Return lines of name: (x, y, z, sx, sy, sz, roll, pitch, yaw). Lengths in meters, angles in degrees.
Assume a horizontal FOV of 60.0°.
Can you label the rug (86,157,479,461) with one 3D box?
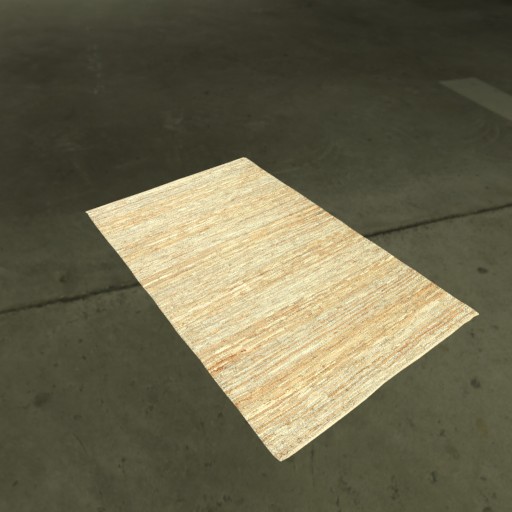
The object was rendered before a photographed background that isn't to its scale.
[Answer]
rug: (0.000, 0.000, 3.061, 1.529, 0.009, 2.446, -25, 46, -27)
